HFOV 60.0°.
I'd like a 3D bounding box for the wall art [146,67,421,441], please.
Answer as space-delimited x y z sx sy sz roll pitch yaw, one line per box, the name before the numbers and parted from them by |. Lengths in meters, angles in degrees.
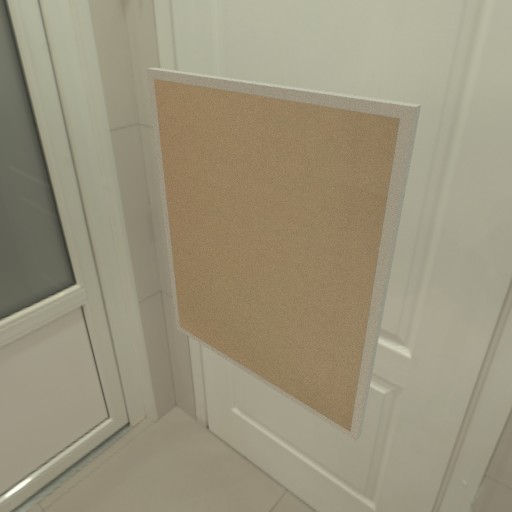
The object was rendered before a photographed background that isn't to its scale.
wall art | 0.000 0.000 0.620 0.382 0.456 0.013 23 37 34
